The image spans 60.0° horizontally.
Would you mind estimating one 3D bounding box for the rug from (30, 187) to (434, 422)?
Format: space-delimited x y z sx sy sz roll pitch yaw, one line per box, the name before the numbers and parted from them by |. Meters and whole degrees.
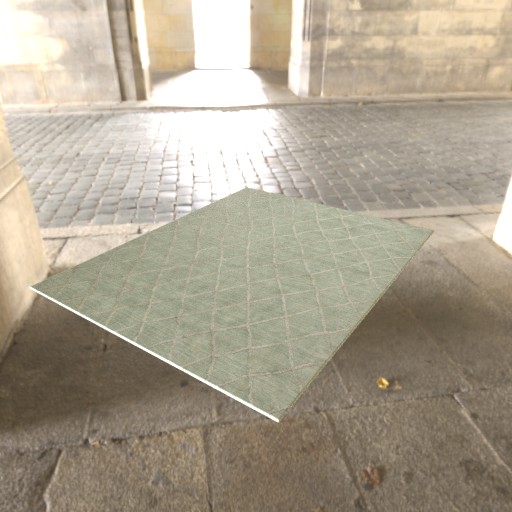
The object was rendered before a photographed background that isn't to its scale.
rug | 0.000 0.000 4.131 2.420 0.019 3.039 18 33 30
